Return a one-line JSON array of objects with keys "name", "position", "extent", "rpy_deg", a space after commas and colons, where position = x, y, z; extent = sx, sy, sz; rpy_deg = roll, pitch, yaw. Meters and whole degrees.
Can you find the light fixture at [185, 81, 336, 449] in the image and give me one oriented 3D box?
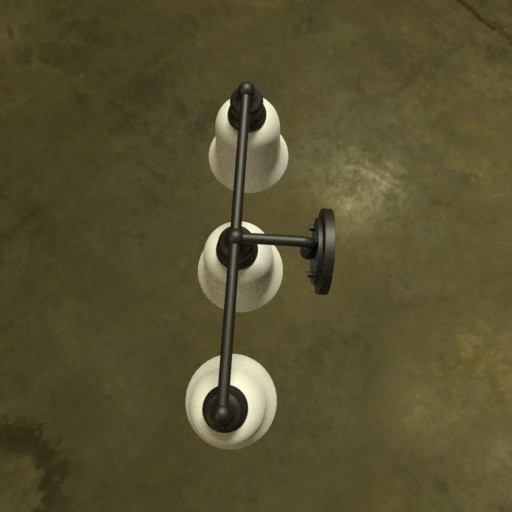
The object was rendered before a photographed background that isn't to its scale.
[{"name": "light fixture", "position": [0.000, 0.000, 0.653], "extent": [0.198, 0.211, 0.570], "rpy_deg": [3, 76, 1]}]
